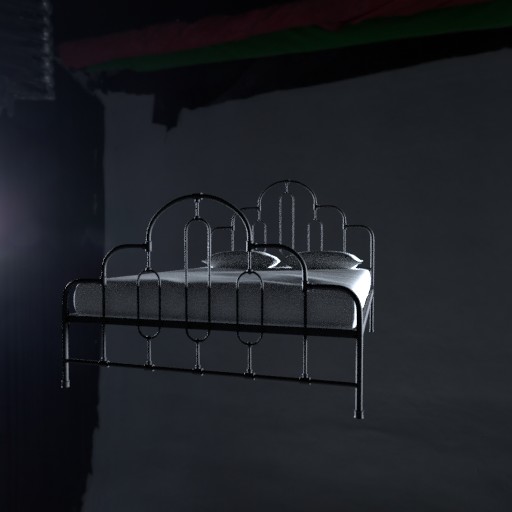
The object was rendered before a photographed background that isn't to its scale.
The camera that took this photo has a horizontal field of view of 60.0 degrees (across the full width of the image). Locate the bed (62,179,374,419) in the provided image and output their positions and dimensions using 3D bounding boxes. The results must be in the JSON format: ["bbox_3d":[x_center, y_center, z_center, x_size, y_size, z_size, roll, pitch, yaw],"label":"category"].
[{"bbox_3d":[0.000,0.000,3.257,1.640,1.429,2.163,0,1,16],"label":"bed"}]
